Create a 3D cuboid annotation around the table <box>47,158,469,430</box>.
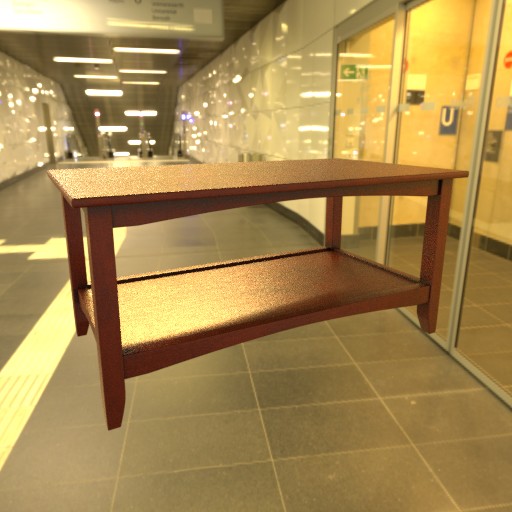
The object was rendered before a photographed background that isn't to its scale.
[{"bbox_3d":[0.000,0.000,1.198,0.943,0.456,0.533,-9,18,-27],"label":"table"}]
